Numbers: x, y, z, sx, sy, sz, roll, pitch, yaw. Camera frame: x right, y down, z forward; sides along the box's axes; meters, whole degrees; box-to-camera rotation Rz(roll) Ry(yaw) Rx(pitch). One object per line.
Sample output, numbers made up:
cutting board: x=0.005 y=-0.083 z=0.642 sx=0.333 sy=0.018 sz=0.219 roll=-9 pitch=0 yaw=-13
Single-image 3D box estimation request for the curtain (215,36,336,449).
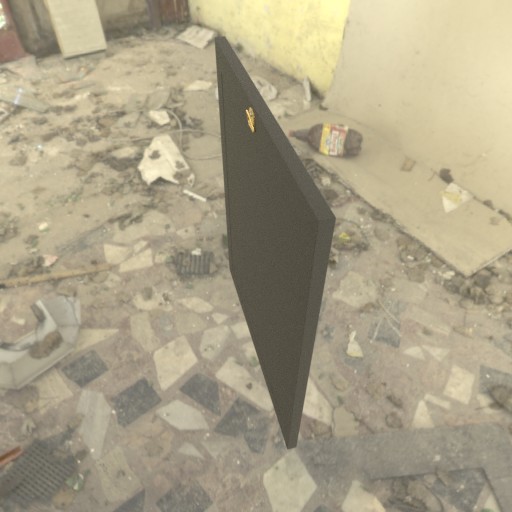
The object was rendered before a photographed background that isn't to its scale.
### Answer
curtain: x=0.000 y=0.000 z=0.800 sx=0.027 sy=0.585 sz=0.483 roll=-11 pitch=47 yaw=-11
